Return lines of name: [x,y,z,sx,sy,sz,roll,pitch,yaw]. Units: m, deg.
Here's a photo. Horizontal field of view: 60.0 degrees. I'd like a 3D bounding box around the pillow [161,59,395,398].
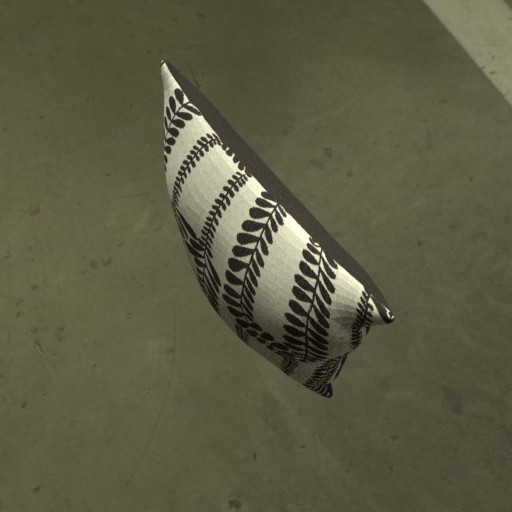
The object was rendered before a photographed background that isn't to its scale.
pillow: [0.000,0.000,0.682,0.182,0.441,0.440,-32,67,-15]
